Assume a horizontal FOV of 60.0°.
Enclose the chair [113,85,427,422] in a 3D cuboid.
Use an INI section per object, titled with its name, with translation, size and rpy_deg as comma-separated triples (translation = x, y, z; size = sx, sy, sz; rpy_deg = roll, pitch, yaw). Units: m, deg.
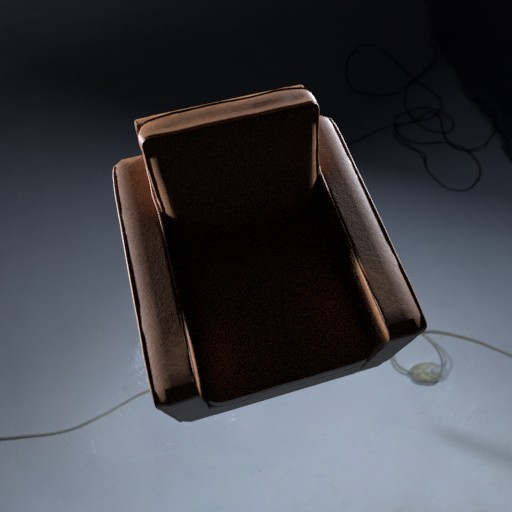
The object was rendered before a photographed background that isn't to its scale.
[chair]
translation = 0.000, 0.000, 1.754
size = 0.987, 0.901, 1.027
rpy_deg = -17, 66, -8
